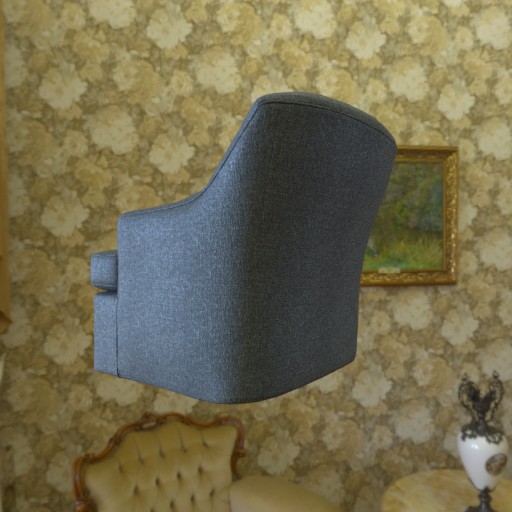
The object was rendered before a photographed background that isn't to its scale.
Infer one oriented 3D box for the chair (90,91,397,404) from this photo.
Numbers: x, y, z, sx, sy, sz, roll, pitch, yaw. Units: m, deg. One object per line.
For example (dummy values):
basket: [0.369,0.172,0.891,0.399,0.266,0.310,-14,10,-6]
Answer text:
chair: [0.000,0.000,1.597,0.923,0.856,0.864,0,0,36]
